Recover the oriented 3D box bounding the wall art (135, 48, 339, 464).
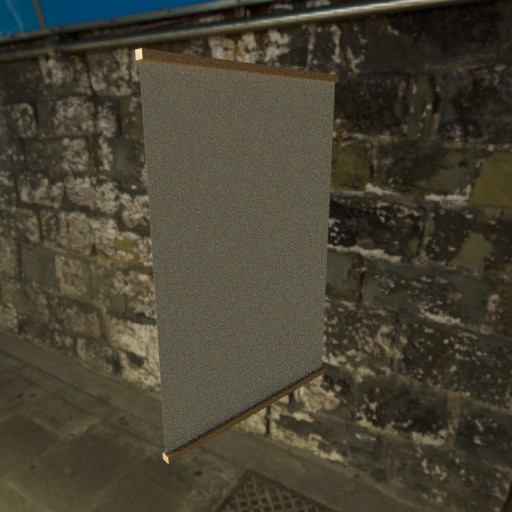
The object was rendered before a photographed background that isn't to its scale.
[{"bbox_3d":[0.000,0.000,1.277,0.669,1.020,0.027,-15,21,-41],"label":"wall art"}]
